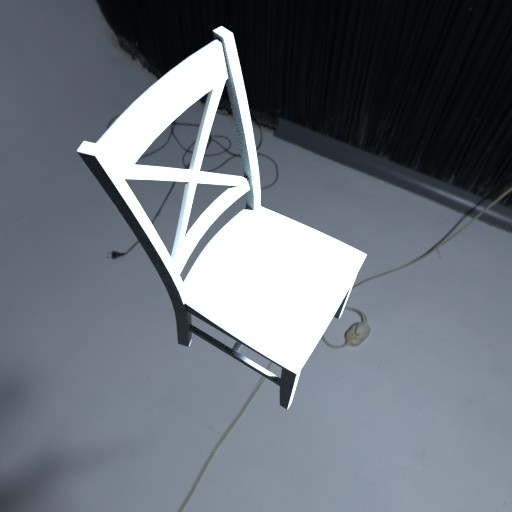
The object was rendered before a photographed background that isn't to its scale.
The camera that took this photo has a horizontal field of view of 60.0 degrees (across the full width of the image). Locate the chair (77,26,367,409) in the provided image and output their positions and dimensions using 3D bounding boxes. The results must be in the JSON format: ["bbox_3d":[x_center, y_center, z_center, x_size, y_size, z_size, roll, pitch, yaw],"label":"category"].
[{"bbox_3d":[0.000,0.000,1.289,0.542,0.983,0.485,28,62,16],"label":"chair"}]
